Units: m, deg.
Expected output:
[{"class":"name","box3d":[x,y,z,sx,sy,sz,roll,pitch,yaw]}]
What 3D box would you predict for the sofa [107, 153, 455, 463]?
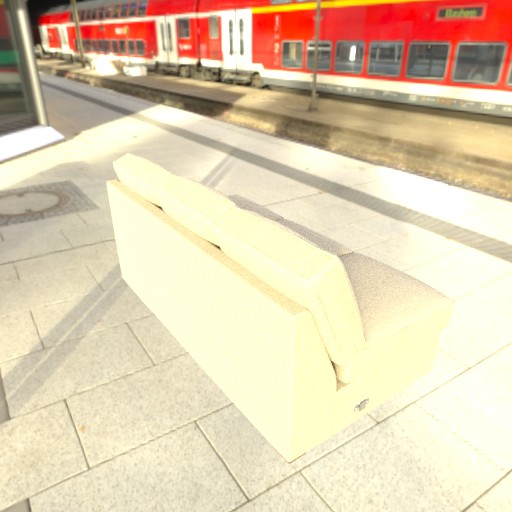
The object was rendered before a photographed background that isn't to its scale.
[{"class":"sofa","box3d":[0.000,0.000,2.561,1.027,0.973,1.962,-17,31,-31]}]
